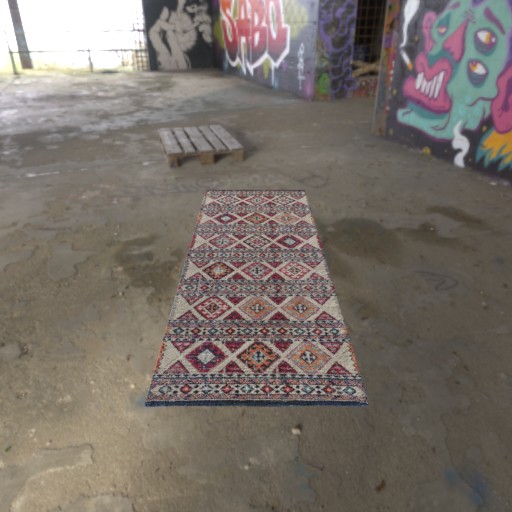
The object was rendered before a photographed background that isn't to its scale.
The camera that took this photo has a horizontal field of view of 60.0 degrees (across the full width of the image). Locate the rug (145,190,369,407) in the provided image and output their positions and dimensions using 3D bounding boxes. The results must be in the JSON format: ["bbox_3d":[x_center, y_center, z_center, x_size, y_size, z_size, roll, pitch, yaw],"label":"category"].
[{"bbox_3d":[0.000,0.000,2.669,0.832,0.008,2.362,0,28,0],"label":"rug"}]
